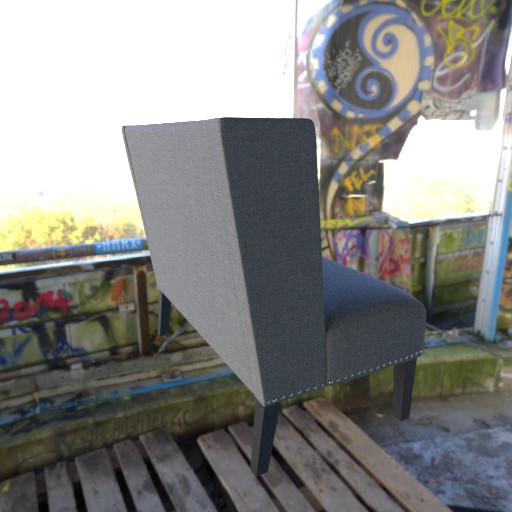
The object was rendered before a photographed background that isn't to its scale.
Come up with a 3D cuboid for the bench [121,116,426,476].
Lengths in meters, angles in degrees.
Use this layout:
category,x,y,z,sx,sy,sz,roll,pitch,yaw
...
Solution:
category,x,y,z,sx,sy,sz,roll,pitch,yaw
bench,0.000,0.000,1.956,0.842,1.121,1.276,-8,17,-26
